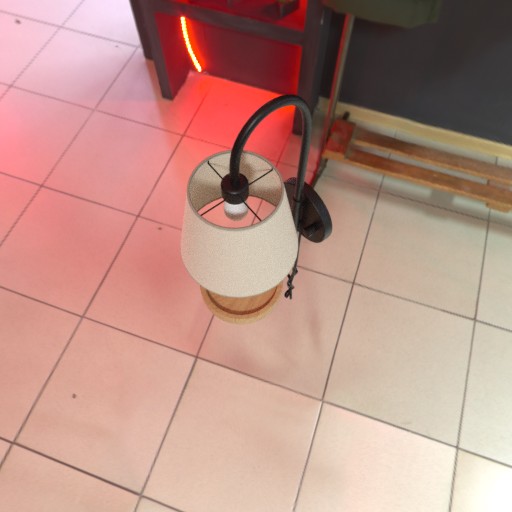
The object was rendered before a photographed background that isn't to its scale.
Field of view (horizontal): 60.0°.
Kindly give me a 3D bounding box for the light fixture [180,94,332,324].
[{"bbox_3d":[0.000,0.000,0.932,0.299,0.821,0.220,-35,68,-16],"label":"light fixture"}]
